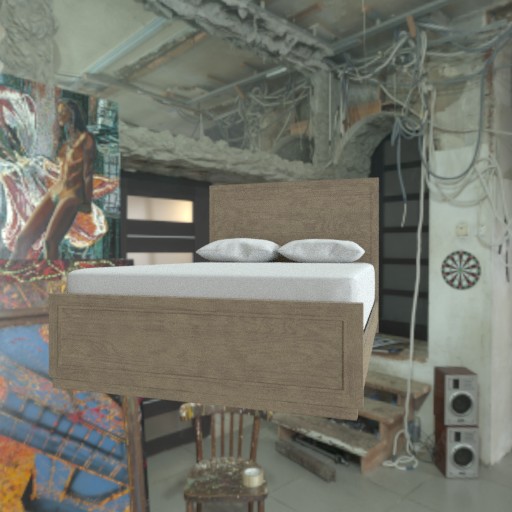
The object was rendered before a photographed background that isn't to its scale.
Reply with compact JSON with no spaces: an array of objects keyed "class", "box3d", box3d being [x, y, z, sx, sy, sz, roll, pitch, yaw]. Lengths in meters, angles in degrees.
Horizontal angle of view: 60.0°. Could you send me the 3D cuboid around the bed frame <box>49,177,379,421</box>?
[{"class":"bed frame","box3d":[0.000,0.000,3.131,1.606,1.369,2.189,0,0,17]}]
